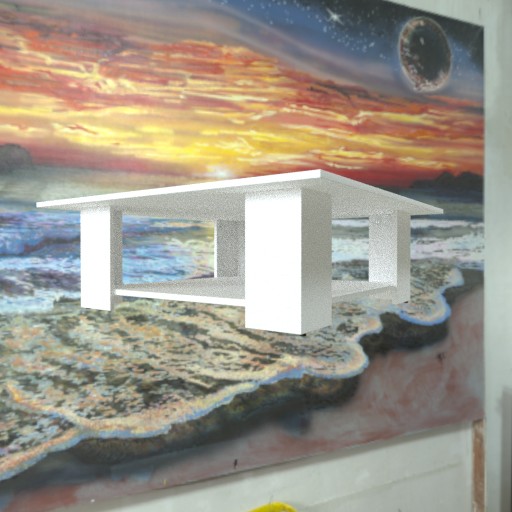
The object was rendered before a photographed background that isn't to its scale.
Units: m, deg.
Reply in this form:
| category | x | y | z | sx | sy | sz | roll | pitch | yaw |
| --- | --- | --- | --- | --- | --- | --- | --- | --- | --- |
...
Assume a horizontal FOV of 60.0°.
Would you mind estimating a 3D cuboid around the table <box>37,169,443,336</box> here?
| category | x | y | z | sx | sy | sz | roll | pitch | yaw |
| --- | --- | --- | --- | --- | --- | --- | --- | --- | --- |
| table | 0.000 | 0.000 | 1.361 | 0.890 | 0.305 | 0.890 | 0 | 1 | 35 |
